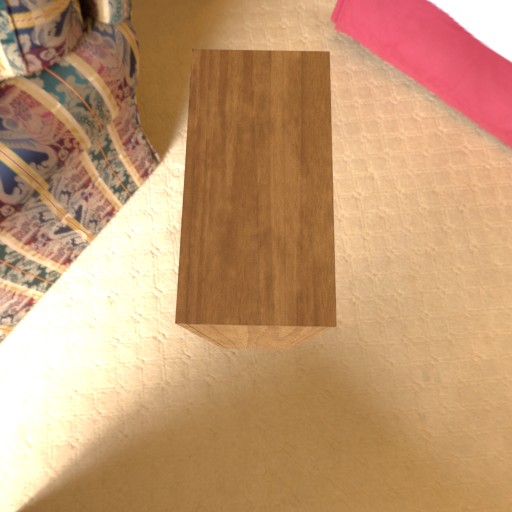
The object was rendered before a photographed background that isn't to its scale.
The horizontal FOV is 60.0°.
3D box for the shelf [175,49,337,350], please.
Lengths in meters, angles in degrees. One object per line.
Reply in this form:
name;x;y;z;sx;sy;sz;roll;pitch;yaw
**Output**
shelf;0.000;0.000;2.236;0.453;1.930;0.864;1;76;0
